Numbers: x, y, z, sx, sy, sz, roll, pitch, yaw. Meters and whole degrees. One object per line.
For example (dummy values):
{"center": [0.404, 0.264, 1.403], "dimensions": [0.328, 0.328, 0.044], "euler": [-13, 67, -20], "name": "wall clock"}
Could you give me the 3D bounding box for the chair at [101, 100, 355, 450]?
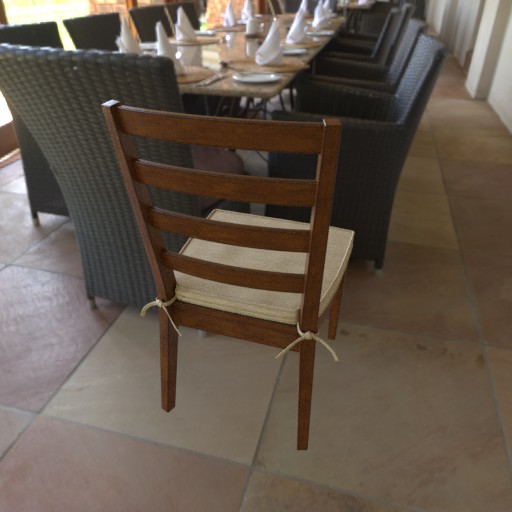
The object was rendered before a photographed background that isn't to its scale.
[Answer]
{"center": [0.000, 0.000, 1.335], "dimensions": [0.593, 0.979, 0.595], "euler": [10, 33, 15], "name": "chair"}
